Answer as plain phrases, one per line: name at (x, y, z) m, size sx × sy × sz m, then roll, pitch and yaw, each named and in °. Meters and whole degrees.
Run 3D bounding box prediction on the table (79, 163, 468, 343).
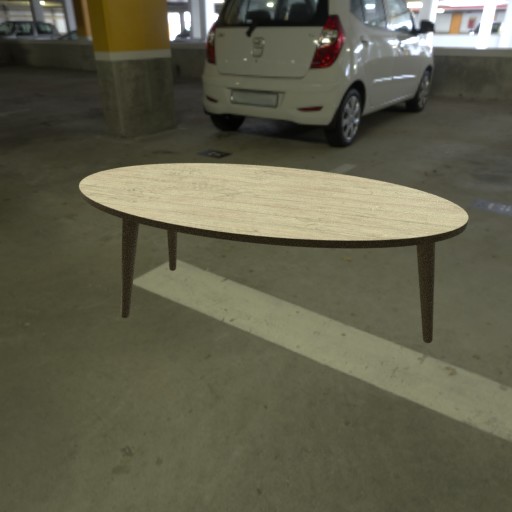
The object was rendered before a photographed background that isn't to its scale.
table at (0.000, 0.000, 1.313) m, size 1.083 × 0.390 × 0.542 m, roll 8°, pitch 28°, yaw 16°
